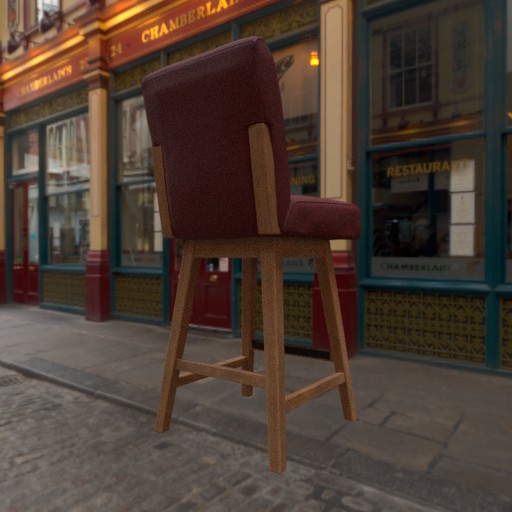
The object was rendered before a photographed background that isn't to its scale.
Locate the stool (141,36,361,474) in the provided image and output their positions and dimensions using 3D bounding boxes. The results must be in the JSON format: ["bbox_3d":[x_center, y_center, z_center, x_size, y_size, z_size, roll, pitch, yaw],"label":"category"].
[{"bbox_3d":[0.000,0.000,1.348,0.468,1.038,0.562,0,0,36],"label":"stool"}]
